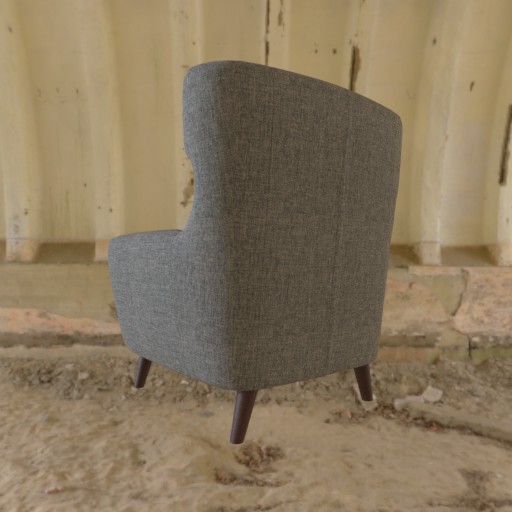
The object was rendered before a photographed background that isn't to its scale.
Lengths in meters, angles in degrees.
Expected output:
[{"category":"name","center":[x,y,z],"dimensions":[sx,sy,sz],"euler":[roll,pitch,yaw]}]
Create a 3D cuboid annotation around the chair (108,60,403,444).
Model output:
[{"category":"chair","center":[0.000,0.000,1.681],"dimensions":[0.878,1.063,0.904],"euler":[0,0,-38]}]
